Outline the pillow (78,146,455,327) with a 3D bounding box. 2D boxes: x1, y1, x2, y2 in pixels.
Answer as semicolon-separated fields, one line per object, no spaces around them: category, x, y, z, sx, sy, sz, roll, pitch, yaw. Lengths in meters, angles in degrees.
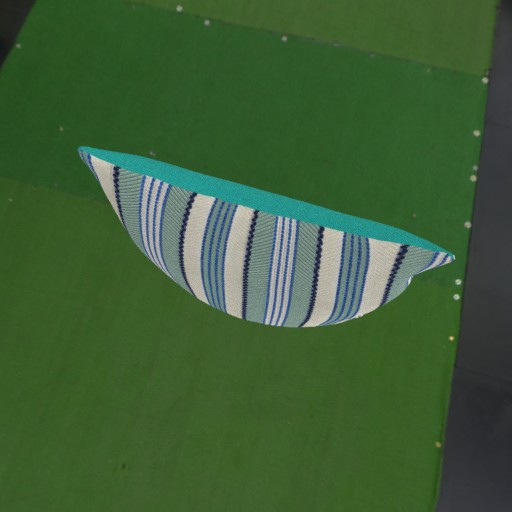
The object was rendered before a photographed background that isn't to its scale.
pillow;0.000;0.000;0.685;0.440;0.441;0.182;16;75;5
